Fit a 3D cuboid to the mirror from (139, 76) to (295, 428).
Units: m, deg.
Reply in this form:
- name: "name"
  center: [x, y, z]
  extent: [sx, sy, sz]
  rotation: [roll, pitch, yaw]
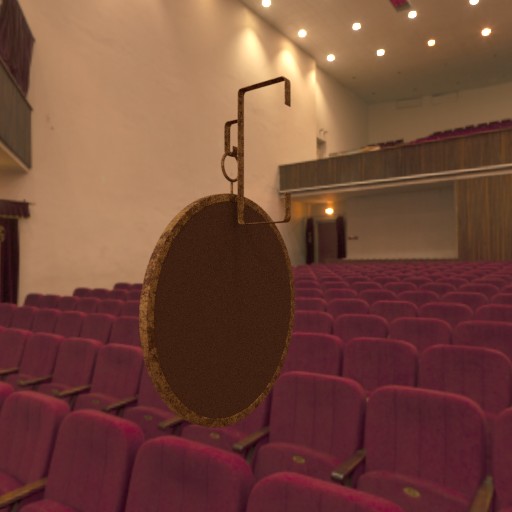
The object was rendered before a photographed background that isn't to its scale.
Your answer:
- name: "mirror"
  center: [0.000, 0.000, 0.843]
  extent: [0.144, 0.651, 0.447]
  rotation: [-1, -1, 36]
